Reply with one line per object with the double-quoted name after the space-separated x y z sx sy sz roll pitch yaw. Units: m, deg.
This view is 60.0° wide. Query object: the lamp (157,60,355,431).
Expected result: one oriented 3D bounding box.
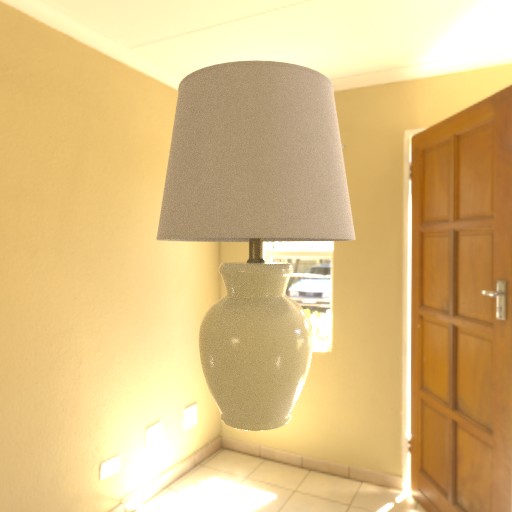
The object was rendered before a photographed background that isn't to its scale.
0.000 0.000 0.546 0.239 0.399 0.239 0 1 0 "lamp"
